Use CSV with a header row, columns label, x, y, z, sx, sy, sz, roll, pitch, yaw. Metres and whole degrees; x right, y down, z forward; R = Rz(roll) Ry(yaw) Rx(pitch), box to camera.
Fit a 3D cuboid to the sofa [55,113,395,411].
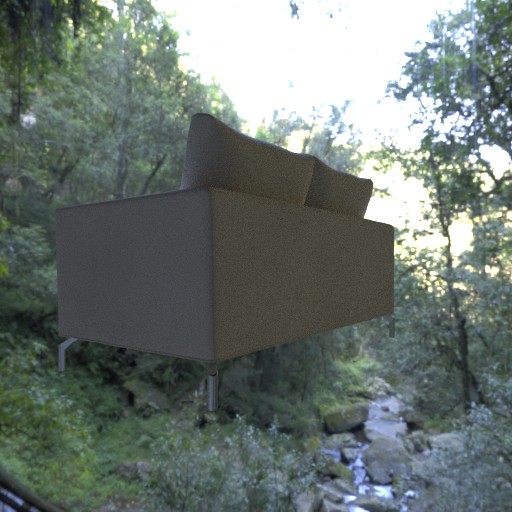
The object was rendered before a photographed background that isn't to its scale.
label,x,y,z,sx,sy,sz,roll,pitch,yaw
sofa,0.000,0.000,2.333,0.906,0.995,1.739,-1,-1,36
